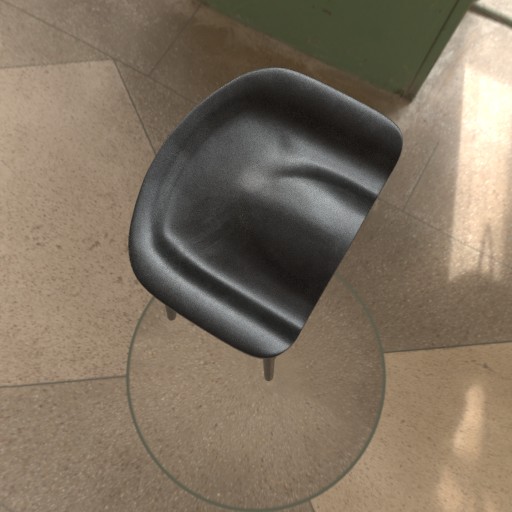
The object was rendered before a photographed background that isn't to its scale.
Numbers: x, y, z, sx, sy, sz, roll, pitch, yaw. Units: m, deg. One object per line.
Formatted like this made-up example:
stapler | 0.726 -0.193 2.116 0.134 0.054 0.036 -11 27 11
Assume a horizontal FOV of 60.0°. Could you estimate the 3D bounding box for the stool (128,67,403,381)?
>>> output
stool | 0.000 0.000 0.980 0.361 0.749 0.440 30 78 7
